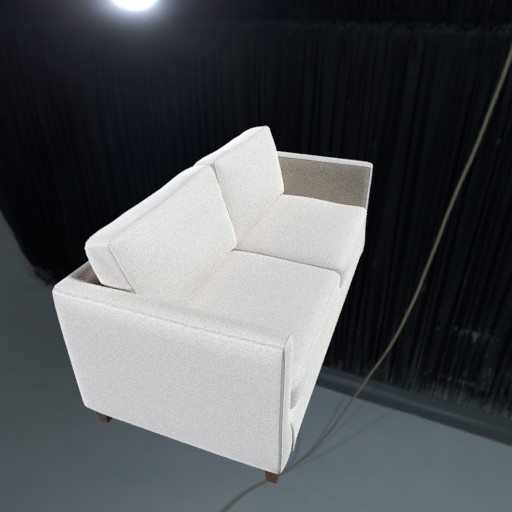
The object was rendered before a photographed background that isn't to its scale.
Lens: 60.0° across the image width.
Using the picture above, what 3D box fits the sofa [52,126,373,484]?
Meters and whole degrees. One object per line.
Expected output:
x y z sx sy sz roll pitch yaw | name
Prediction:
0.000 0.000 2.171 0.873 0.888 1.722 11 33 18 | sofa
